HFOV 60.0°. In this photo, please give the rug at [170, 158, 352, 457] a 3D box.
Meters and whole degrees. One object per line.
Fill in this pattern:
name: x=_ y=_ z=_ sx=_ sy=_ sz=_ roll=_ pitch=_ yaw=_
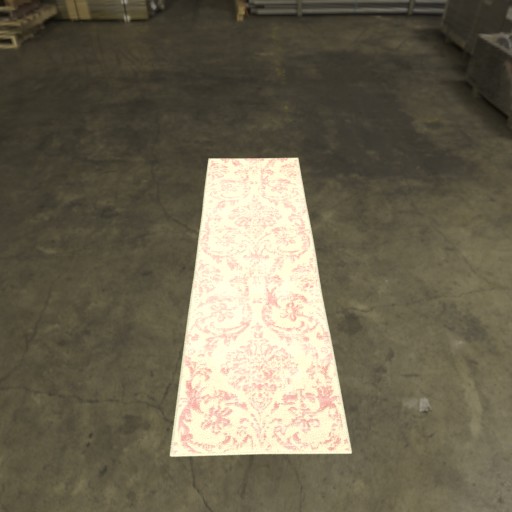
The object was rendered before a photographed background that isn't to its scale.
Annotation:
rug: x=0.000 y=0.000 z=2.433 sx=0.662 sy=0.011 sz=2.196 roll=-1 pitch=41 yaw=-1
